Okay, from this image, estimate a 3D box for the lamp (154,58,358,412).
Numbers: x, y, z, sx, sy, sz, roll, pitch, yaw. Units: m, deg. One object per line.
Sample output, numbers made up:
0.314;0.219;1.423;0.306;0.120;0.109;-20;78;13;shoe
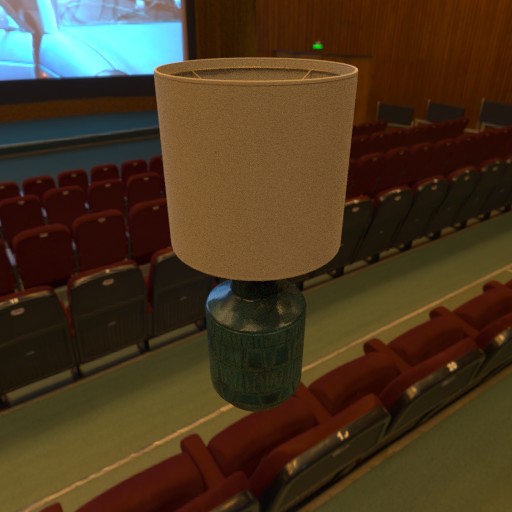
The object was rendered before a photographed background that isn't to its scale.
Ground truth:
0.000;0.000;0.577;0.211;0.455;0.211;-19;34;-30;lamp
